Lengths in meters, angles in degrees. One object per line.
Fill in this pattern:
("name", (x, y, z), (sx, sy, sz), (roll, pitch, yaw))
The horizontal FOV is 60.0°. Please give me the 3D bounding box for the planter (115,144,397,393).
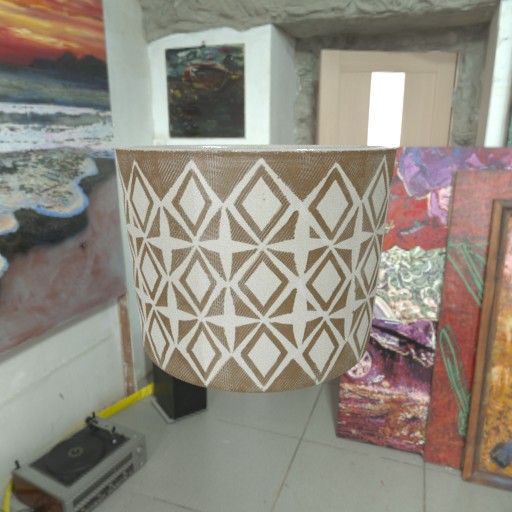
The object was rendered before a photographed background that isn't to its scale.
("planter", (0.000, 0.000, 0.456), (0.260, 0.220, 0.260), (0, 15, 0))
